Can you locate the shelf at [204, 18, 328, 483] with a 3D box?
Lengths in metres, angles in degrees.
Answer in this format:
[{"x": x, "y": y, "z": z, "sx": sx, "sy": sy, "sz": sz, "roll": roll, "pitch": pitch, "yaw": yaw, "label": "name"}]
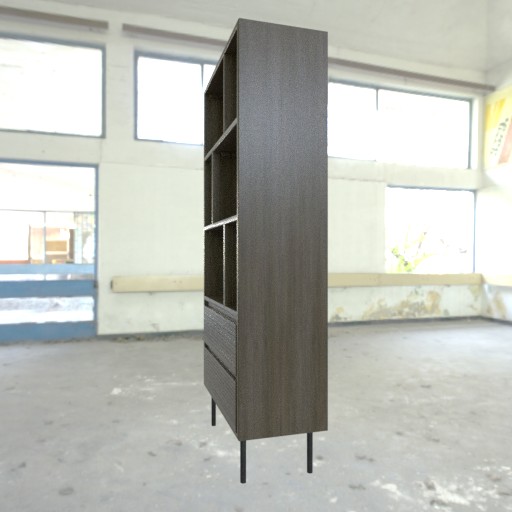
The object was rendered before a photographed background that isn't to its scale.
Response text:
[{"x": 0.000, "y": 0.000, "z": 1.803, "sx": 0.323, "sy": 1.545, "sz": 0.670, "roll": 0, "pitch": 0, "yaw": -16, "label": "shelf"}]
